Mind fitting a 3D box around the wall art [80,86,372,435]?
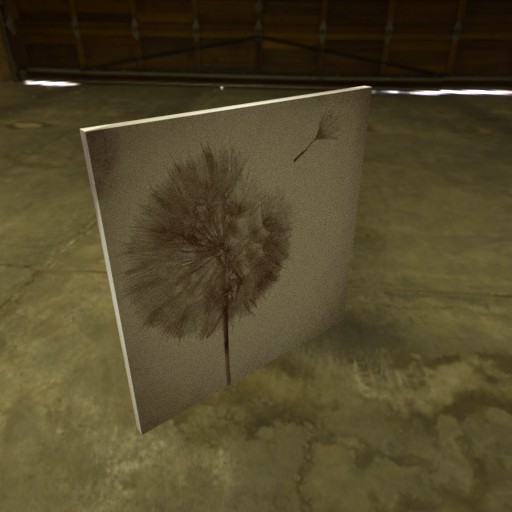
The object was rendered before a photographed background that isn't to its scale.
[{"bbox_3d":[0.000,0.000,1.153,0.762,0.762,0.027,-21,36,-33],"label":"wall art"}]
